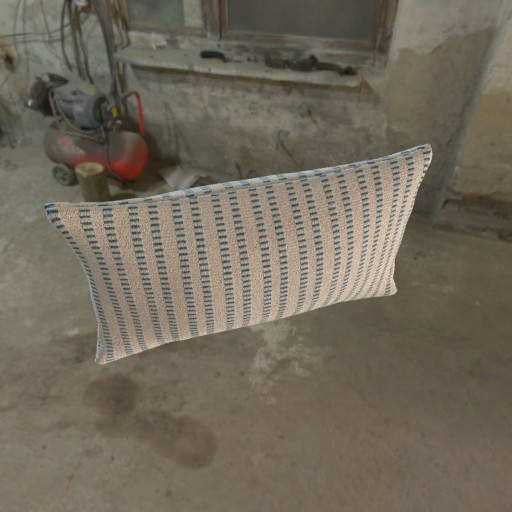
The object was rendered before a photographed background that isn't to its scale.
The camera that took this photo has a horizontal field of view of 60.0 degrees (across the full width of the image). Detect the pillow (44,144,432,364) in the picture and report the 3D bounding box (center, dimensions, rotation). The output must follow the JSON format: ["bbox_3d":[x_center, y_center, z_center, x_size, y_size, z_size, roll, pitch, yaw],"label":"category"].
[{"bbox_3d":[0.000,0.000,0.807,0.640,0.353,0.210,-12,42,-13],"label":"pillow"}]
